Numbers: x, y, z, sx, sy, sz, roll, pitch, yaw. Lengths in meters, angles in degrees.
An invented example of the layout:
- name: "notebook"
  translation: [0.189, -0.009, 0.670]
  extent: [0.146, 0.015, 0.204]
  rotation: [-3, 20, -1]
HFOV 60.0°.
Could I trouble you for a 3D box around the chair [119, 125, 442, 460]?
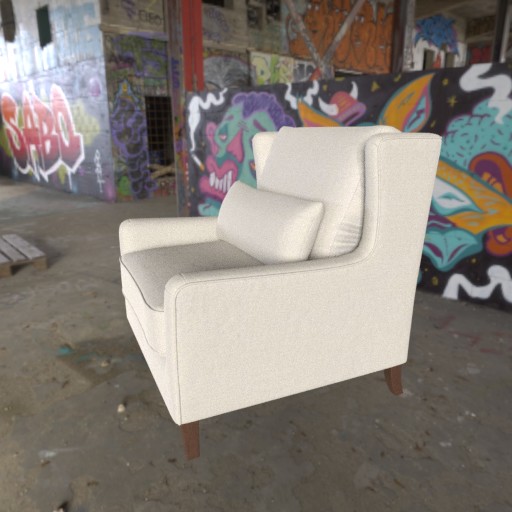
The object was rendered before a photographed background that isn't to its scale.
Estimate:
- name: "chair"
  translation: [0.000, 0.000, 1.868]
  extent: [1.040, 1.056, 0.982]
  rotation: [-7, 17, -24]
